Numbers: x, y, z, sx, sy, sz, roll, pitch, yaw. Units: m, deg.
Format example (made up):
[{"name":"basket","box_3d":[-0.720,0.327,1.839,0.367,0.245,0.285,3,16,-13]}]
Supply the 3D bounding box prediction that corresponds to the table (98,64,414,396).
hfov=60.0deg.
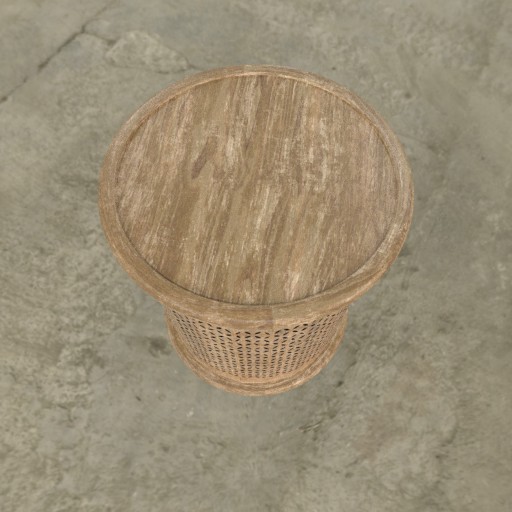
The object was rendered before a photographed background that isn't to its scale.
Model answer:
[{"name":"table","box_3d":[0.000,0.000,0.784,0.407,0.482,0.407,0,64,0]}]
